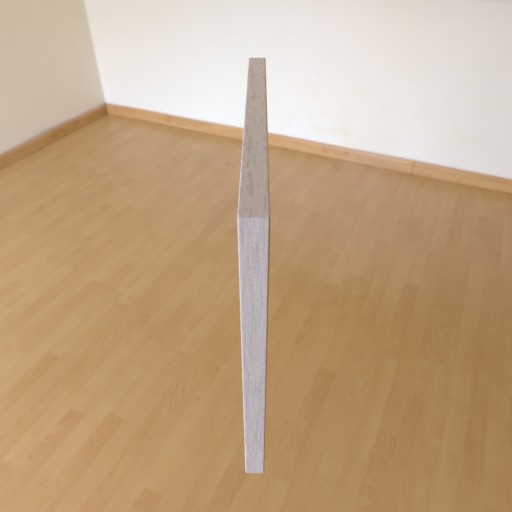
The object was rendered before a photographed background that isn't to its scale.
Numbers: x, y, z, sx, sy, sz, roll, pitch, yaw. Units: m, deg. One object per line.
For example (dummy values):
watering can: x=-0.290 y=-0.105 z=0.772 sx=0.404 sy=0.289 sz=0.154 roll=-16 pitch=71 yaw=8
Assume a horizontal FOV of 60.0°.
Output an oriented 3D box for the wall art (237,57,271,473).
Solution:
wall art: x=0.000 y=0.000 z=1.935 sx=0.078 sy=1.288 sz=1.287 roll=0 pitch=39 yaw=0
